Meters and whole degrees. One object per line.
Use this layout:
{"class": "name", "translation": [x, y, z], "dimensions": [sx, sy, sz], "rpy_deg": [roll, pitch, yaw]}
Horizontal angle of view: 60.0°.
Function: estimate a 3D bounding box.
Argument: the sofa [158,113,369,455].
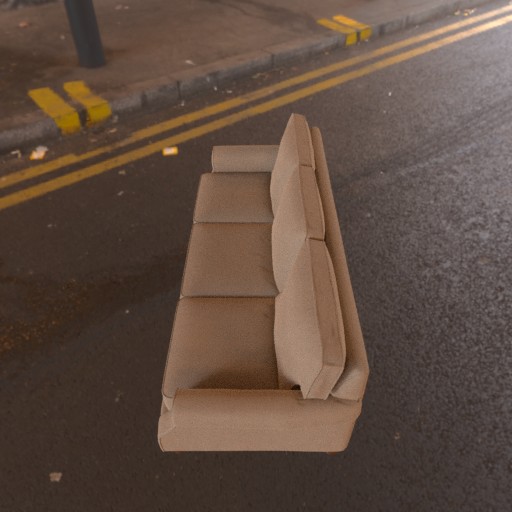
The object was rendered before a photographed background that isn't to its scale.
{"class": "sofa", "translation": [0.000, 0.000, 2.814], "dimensions": [0.966, 0.948, 2.354], "rpy_deg": [0, 43, 0]}
